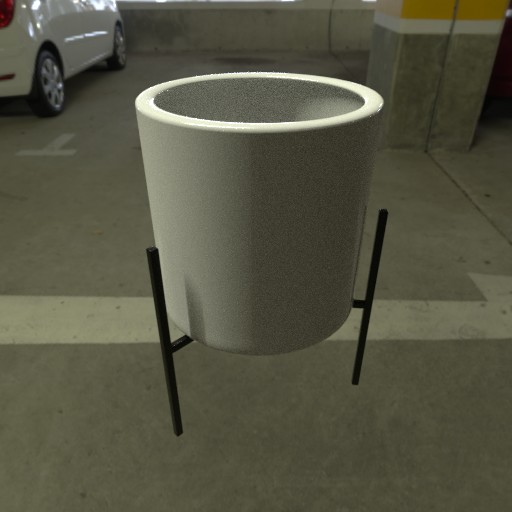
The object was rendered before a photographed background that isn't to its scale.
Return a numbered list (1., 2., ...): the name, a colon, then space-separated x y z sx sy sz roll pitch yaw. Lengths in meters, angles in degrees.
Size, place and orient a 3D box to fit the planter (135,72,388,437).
1. planter: 0.000 0.000 0.499 0.239 0.356 0.239 -9 33 -15
